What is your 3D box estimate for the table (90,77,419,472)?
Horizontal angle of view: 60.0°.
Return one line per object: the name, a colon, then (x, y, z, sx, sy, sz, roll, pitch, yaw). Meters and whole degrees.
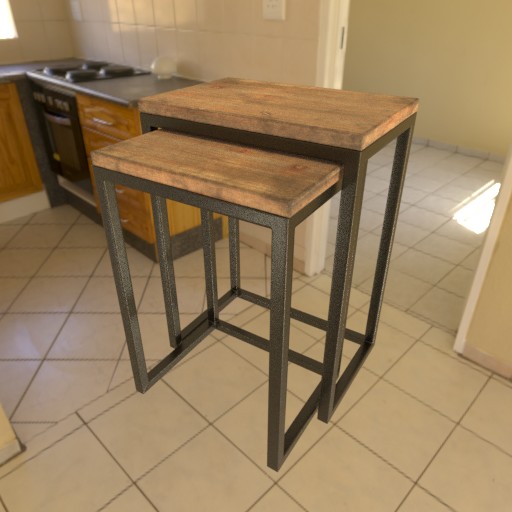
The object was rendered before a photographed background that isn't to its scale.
table: (0.000, 0.000, 0.937, 0.456, 0.615, 0.460, 20, 36, 29)
